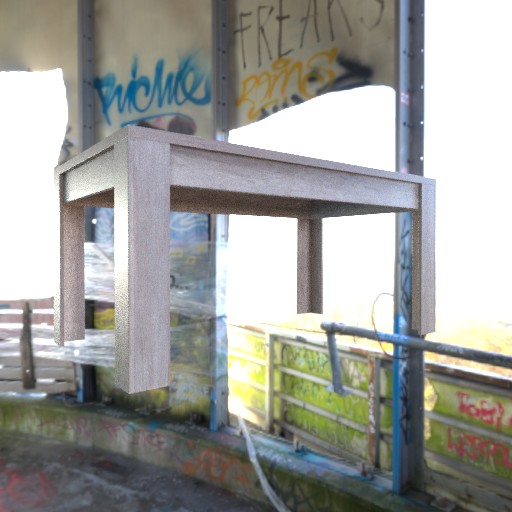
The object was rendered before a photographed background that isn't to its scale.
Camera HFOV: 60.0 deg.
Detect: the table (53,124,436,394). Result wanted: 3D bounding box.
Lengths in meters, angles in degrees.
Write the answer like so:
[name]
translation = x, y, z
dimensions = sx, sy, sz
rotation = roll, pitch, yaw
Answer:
[table]
translation = 0.000, 0.000, 2.114
dimensions = 1.600, 0.775, 0.900
rotation = -1, 1, -37
